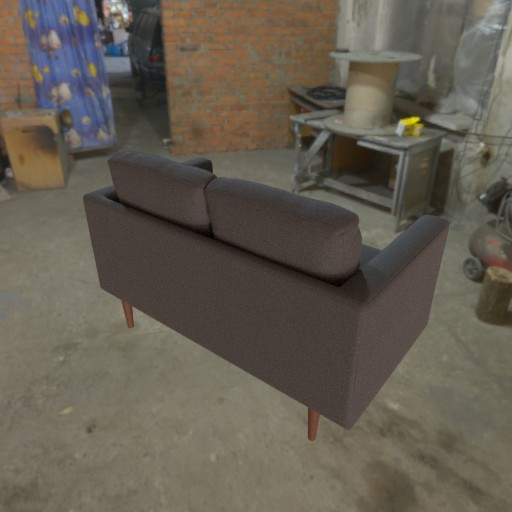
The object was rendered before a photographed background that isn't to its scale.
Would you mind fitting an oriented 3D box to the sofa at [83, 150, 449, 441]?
[{"bbox_3d":[0.000,0.000,2.026,1.430,0.908,0.796,21,35,33],"label":"sofa"}]
